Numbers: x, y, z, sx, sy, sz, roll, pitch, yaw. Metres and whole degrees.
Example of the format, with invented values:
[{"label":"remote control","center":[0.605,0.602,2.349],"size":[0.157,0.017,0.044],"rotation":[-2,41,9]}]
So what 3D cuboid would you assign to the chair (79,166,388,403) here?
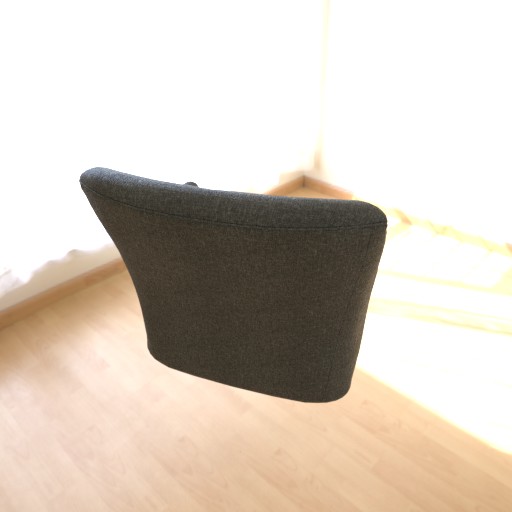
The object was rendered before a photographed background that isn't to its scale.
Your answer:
[{"label":"chair","center":[0.000,0.000,1.604],"size":[0.864,0.856,0.923],"rotation":[10,34,15]}]
